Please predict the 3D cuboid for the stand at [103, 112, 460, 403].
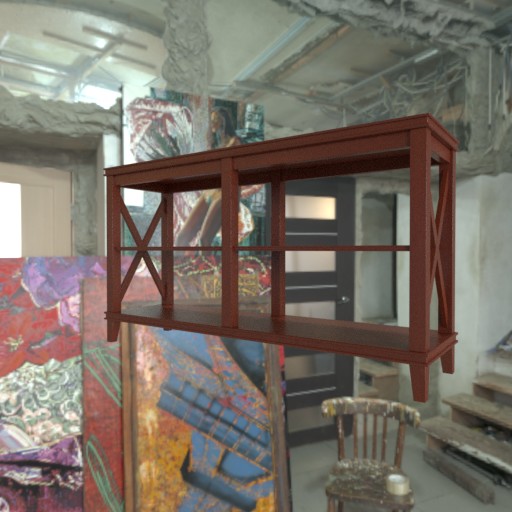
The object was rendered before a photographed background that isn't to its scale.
[{"bbox_3d":[0.000,0.000,1.704,1.372,0.762,0.381,1,1,35],"label":"stand"}]
